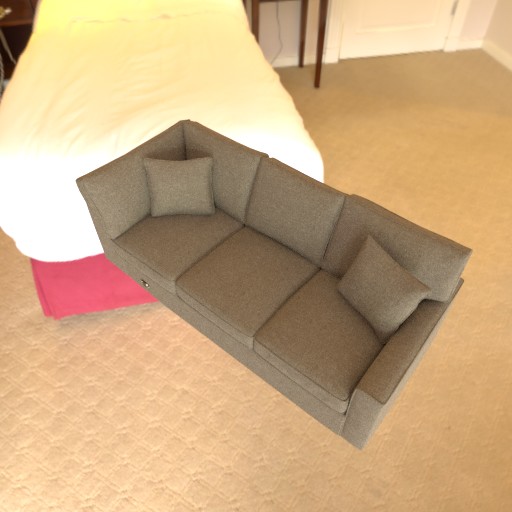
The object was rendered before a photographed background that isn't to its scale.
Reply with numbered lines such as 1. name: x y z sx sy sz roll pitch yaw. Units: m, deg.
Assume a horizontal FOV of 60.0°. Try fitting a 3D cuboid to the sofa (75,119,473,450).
1. sofa: 0.000 0.000 2.909 2.317 0.962 1.061 31 54 26
